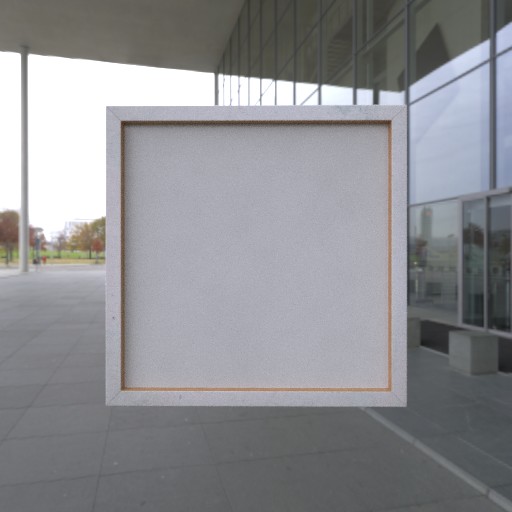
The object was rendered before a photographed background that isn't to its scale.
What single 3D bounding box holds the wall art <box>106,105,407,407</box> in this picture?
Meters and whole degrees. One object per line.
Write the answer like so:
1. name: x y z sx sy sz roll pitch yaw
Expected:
1. wall art: 0.000 0.000 1.137 0.762 0.762 0.038 0 0 1
